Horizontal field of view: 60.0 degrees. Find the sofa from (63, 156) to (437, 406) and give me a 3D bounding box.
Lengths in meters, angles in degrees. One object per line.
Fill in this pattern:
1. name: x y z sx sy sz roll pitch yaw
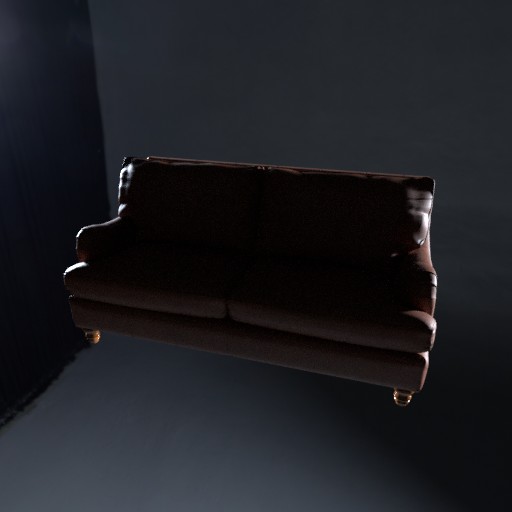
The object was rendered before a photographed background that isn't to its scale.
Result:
1. sofa: 0.000 0.000 2.850 2.144 1.071 1.147 7 26 15
